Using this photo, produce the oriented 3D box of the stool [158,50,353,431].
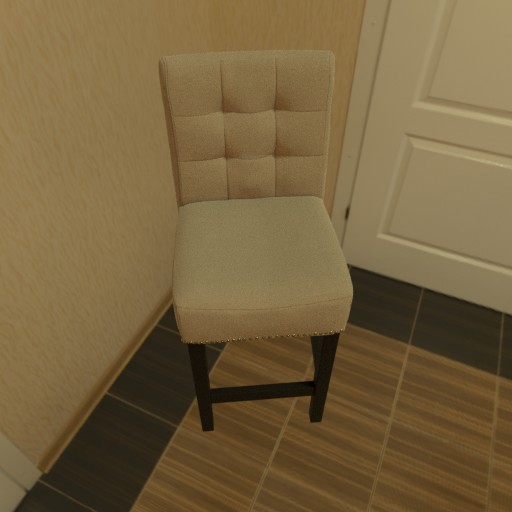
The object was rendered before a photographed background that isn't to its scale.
[{"bbox_3d":[0.000,0.000,1.200,0.427,0.885,0.571,-3,46,-3],"label":"stool"}]
